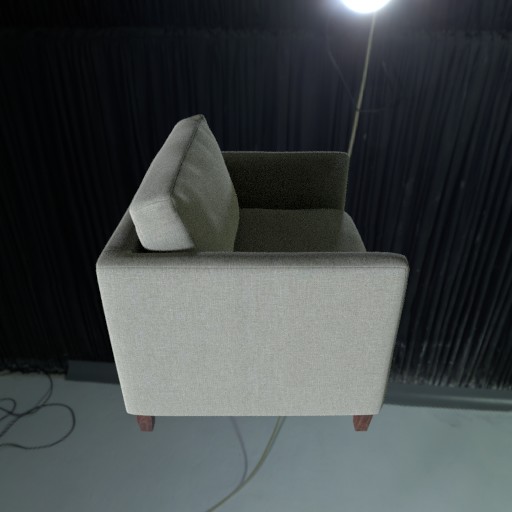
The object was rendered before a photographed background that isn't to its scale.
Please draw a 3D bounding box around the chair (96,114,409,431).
[{"bbox_3d":[0.000,0.000,1.863,0.959,0.963,1.107,0,31,0],"label":"chair"}]
